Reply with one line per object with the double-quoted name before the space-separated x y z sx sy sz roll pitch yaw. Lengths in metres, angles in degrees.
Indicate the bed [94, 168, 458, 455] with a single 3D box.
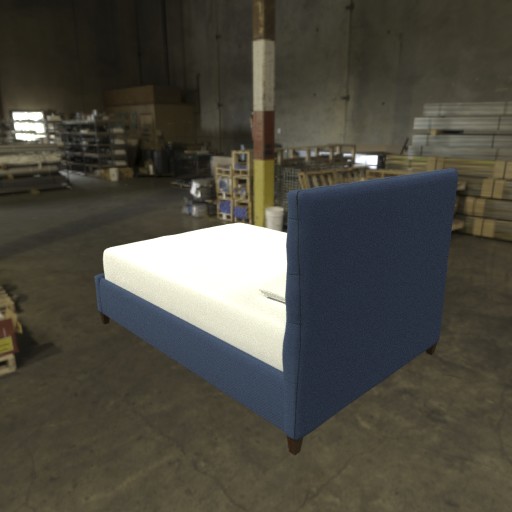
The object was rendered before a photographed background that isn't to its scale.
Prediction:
"bed" 0.000 0.000 3.547 1.706 1.427 2.387 -15 22 -41
